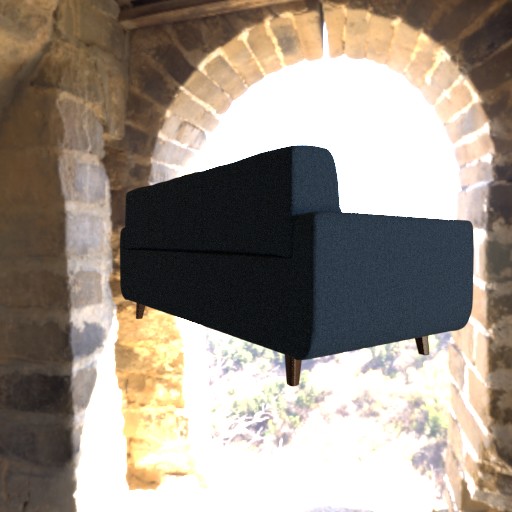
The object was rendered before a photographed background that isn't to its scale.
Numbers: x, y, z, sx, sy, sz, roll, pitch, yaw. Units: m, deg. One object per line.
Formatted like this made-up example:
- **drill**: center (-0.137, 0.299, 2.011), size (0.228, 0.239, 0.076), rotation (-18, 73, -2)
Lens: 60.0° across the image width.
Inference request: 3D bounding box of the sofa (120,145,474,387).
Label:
- **sofa**: center (0.000, 0.000, 2.525), size (0.942, 0.884, 2.055), rotation (-1, 2, -34)
